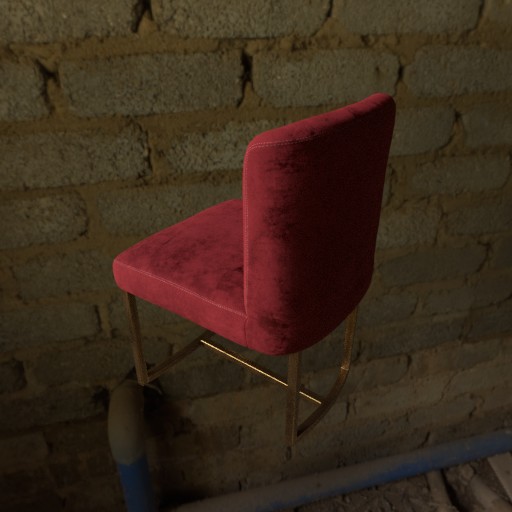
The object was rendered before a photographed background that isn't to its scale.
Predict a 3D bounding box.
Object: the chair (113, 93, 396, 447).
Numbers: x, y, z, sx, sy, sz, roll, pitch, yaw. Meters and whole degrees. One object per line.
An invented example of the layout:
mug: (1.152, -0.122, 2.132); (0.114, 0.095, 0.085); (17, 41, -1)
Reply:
chair: (0.000, 0.000, 1.173); (0.560, 0.824, 0.530); (20, 35, 31)
